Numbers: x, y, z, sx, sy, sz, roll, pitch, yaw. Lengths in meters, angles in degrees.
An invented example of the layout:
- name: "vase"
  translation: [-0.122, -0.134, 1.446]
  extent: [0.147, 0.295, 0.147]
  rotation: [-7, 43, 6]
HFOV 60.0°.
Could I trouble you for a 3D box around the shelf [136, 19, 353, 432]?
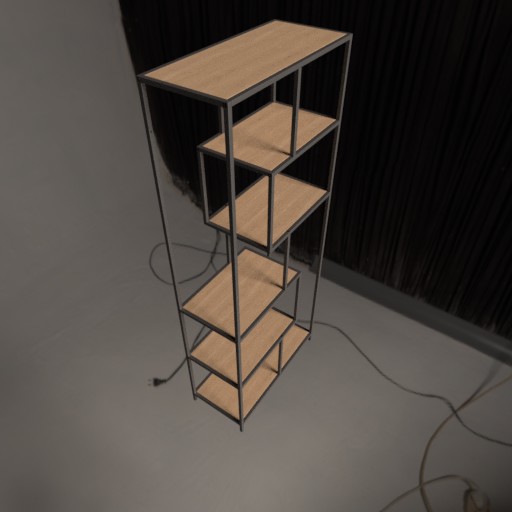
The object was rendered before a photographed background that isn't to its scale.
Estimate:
- name: "shelf"
  translation: [0.000, 0.000, 2.116]
  extent: [0.350, 1.850, 0.770]
  rotation: [25, 48, 25]
